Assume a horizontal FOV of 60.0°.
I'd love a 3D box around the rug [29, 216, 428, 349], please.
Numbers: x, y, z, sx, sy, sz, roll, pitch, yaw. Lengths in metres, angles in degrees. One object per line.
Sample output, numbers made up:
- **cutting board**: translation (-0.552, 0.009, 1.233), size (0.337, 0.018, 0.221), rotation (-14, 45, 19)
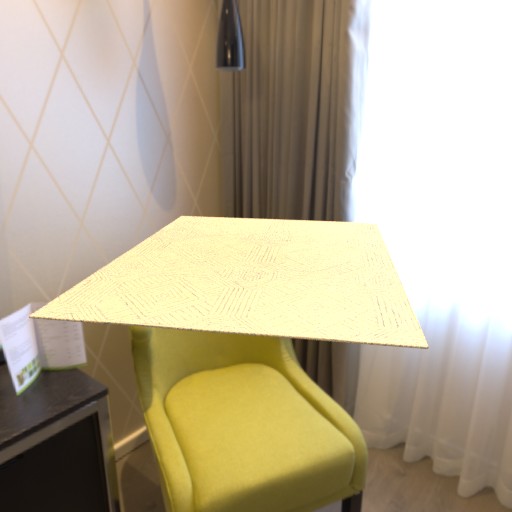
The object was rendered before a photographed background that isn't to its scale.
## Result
- **rug**: translation (0.000, 0.000, 4.083), size (2.457, 0.015, 3.049), rotation (3, 18, 9)
